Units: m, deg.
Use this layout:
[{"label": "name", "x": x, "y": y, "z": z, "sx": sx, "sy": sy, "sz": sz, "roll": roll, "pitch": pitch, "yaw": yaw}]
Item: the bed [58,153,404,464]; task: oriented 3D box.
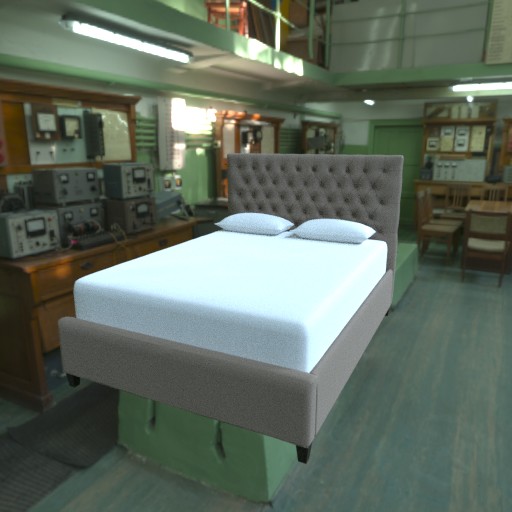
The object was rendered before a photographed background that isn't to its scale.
[{"label": "bed", "x": 0.000, "y": 0.000, "z": 3.288, "sx": 1.696, "sy": 1.426, "sz": 2.233, "roll": 7, "pitch": 16, "yaw": 25}]
